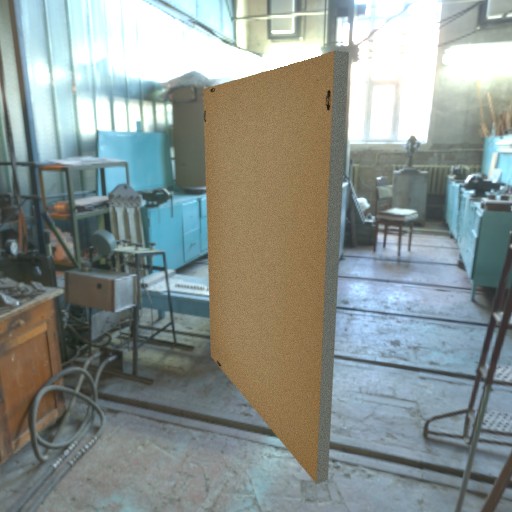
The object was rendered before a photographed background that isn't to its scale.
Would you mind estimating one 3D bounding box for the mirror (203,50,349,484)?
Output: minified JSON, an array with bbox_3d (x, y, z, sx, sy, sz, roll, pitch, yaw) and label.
[{"bbox_3d":[0.000,0.000,1.334,0.040,1.016,0.762,-7,16,-25],"label":"mirror"}]
